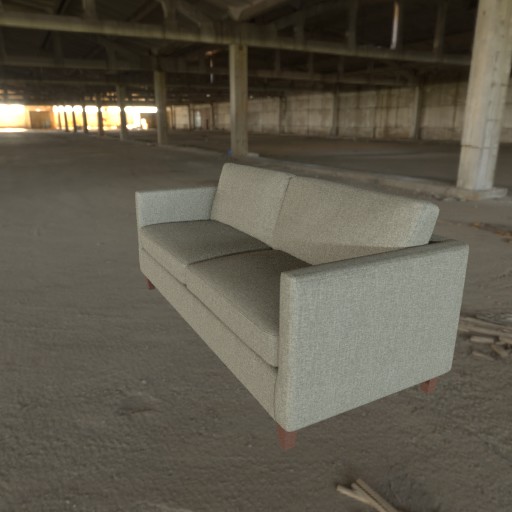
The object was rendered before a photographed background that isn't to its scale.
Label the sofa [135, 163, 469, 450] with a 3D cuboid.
[{"bbox_3d":[0.000,0.000,2.697,0.956,0.960,2.208,-9,19,-27],"label":"sofa"}]
